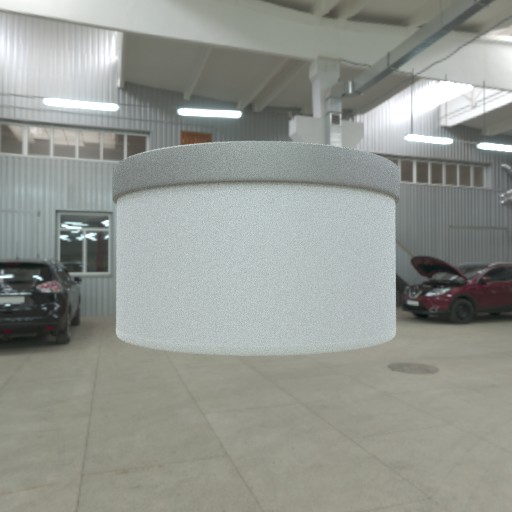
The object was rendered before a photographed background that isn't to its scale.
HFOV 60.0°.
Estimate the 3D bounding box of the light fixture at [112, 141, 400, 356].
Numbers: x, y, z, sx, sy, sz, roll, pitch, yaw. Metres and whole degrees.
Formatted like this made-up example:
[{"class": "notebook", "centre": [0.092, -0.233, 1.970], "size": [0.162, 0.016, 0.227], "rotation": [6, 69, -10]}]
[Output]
[{"class": "light fixture", "centre": [0.000, 0.000, 0.636], "size": [0.393, 0.229, 0.393], "rotation": [0, -1, 0]}]
